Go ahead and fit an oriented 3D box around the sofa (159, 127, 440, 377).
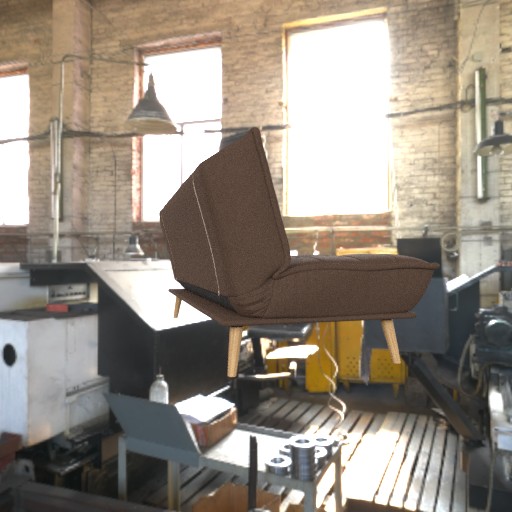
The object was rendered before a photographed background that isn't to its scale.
[{"bbox_3d":[0.000,0.000,2.533,0.950,0.890,1.940,0,-1,-17],"label":"sofa"}]
